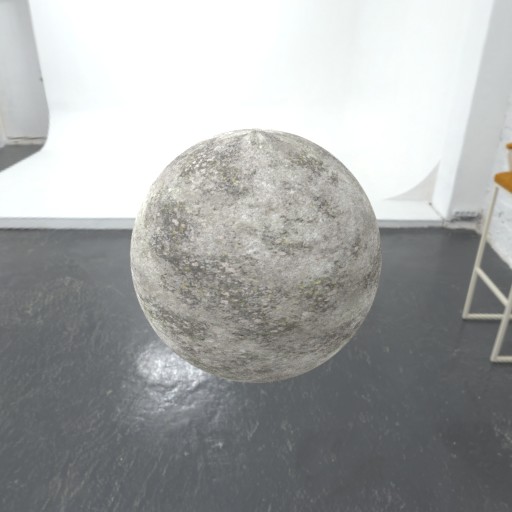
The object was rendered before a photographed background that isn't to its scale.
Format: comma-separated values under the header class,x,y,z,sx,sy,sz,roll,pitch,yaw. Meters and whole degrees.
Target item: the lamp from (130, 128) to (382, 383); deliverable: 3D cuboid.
class,x,y,z,sx,sy,sz,roll,pitch,yaw
lamp,0.000,0.000,0.773,0.422,0.429,0.422,0,26,0
